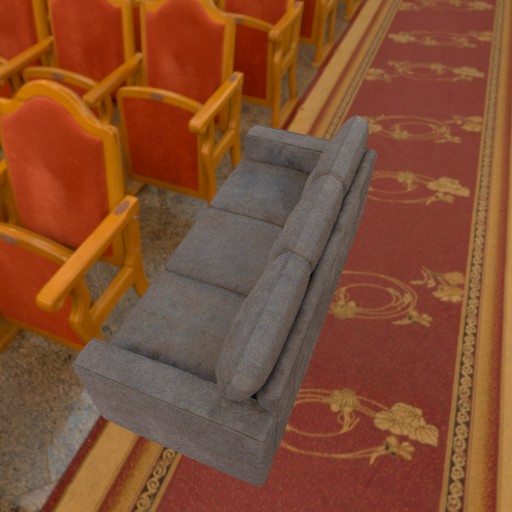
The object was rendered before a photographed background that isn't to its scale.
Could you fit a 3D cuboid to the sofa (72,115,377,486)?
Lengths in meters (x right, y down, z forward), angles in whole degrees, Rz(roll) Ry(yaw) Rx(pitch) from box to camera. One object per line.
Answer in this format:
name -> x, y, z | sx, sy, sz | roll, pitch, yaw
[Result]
sofa -> 0.000, 0.000, 2.597 | 0.939, 0.965, 2.133 | 17, 50, 15
